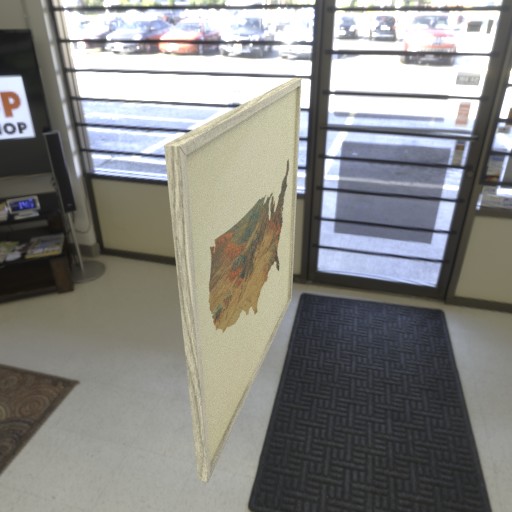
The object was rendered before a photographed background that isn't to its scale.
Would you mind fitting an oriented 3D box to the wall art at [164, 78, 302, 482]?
[{"bbox_3d":[0.000,0.000,0.754,0.016,0.507,0.508,9,30,16],"label":"wall art"}]
